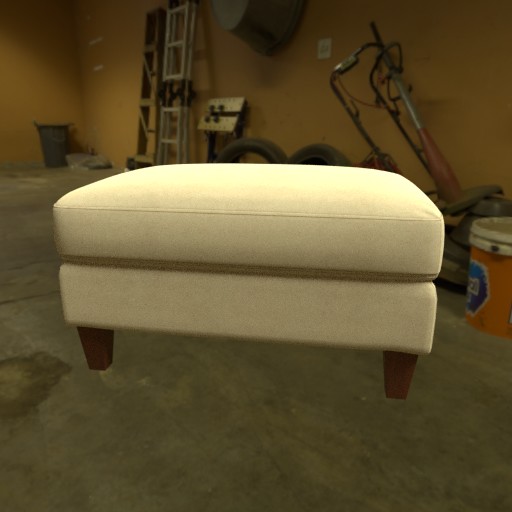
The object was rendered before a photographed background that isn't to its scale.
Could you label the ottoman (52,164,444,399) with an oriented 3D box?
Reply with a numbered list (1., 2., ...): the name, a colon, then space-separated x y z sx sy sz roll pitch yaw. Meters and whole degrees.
1. ottoman: 0.000 0.000 1.226 0.864 0.483 0.584 3 18 9
